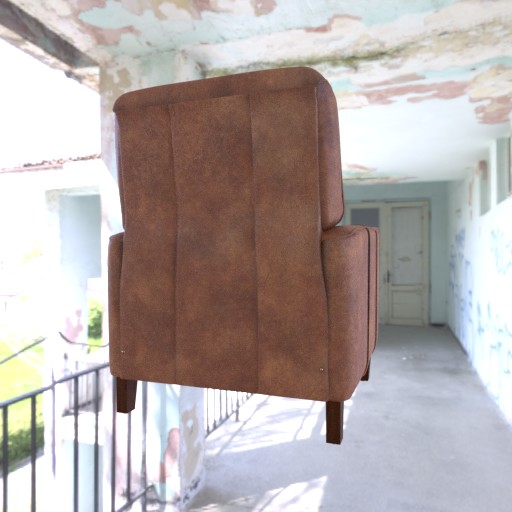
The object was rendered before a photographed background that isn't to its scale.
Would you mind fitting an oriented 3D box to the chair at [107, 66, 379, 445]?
[{"bbox_3d":[0.000,0.000,1.652,0.843,1.043,0.836,0,0,20],"label":"chair"}]
